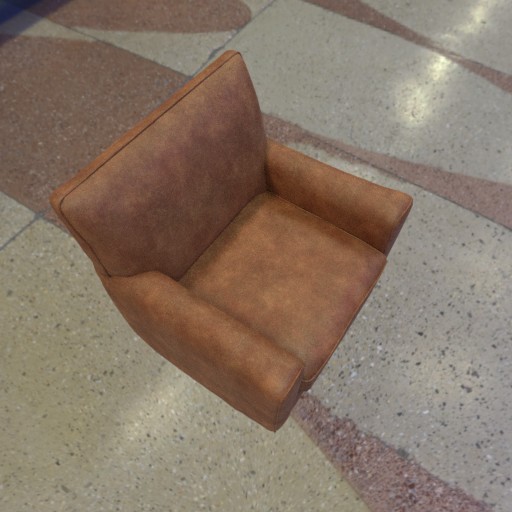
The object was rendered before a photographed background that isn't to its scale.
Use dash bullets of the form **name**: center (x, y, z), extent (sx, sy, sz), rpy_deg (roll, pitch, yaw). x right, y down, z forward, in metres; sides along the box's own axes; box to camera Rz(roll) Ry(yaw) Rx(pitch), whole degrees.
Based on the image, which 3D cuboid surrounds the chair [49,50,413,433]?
- **chair**: center (0.000, 0.000, 1.617), extent (0.823, 0.943, 0.870), rpy_deg (31, 63, 18)
